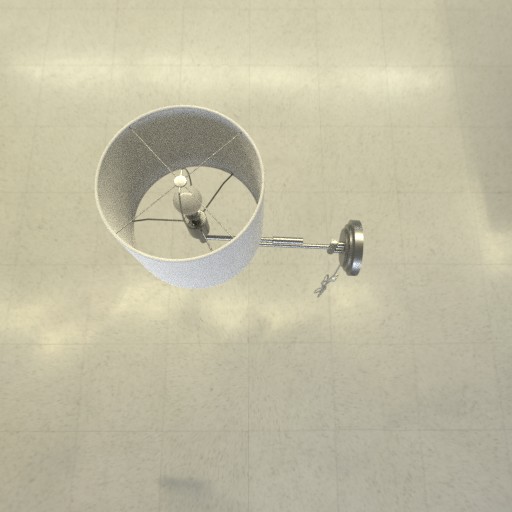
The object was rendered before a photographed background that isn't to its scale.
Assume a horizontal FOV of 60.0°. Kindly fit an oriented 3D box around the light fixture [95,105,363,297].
[{"bbox_3d":[0.000,0.000,1.060,0.479,0.842,0.253,2,75,1],"label":"light fixture"}]
